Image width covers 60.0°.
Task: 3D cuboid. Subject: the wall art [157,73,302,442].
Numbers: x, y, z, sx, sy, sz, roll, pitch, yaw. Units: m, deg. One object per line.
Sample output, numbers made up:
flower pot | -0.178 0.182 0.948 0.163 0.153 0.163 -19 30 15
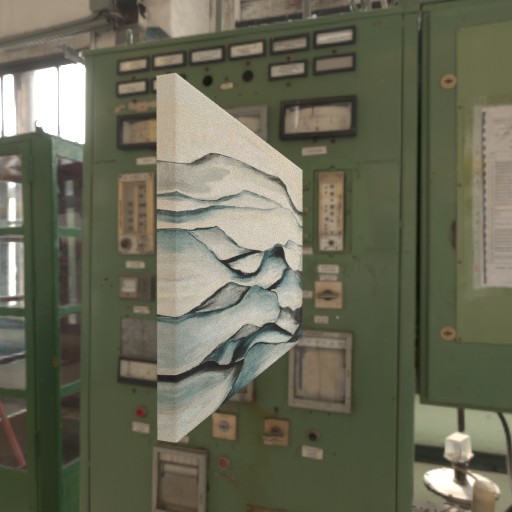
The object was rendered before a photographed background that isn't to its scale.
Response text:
wall art | 0.000 0.000 1.165 0.039 0.609 0.914 0 1 19
